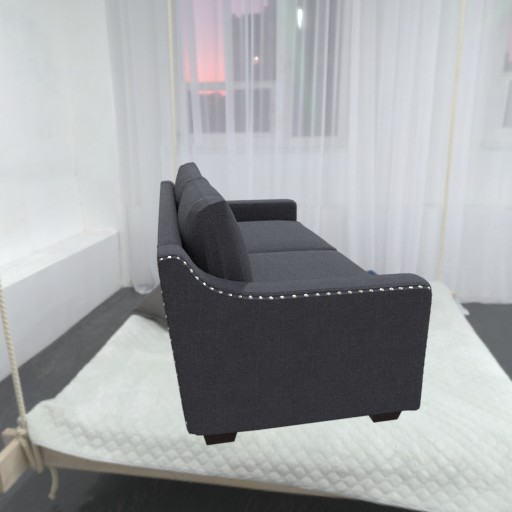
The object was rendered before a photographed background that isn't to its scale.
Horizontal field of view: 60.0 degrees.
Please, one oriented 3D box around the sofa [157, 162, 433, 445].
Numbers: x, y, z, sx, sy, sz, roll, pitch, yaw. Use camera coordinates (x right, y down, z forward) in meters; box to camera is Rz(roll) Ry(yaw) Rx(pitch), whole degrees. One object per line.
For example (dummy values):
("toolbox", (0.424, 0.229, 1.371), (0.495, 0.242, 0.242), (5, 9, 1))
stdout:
("sofa", (0.000, 0.000, 3.237), (1.336, 1.196, 2.550), (-3, 17, -11))
